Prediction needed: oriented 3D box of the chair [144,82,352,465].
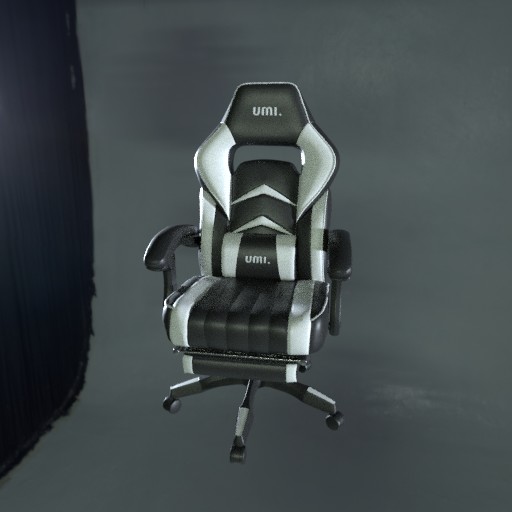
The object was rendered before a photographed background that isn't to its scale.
[{"bbox_3d":[0.000,0.000,1.570,0.676,1.200,0.700,3,16,9],"label":"chair"}]
